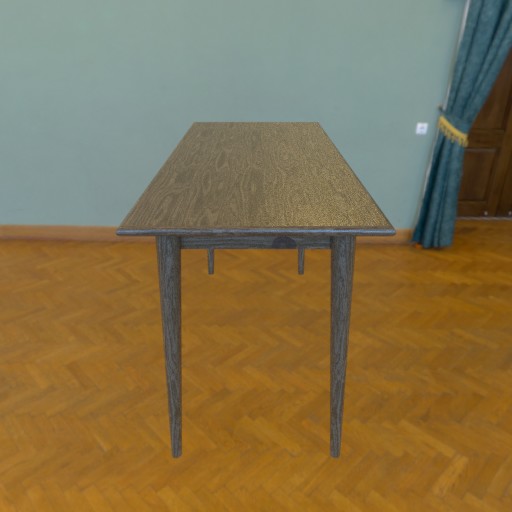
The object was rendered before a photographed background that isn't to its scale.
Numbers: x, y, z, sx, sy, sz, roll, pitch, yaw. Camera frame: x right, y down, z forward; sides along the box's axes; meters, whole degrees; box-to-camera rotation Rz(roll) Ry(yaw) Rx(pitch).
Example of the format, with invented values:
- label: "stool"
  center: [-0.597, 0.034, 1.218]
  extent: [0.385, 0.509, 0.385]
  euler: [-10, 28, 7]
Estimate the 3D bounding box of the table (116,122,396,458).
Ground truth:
- label: "table"
  center: [0.000, 0.000, 1.698]
  extent: [0.599, 0.780, 1.300]
  euler: [0, 26, 0]
